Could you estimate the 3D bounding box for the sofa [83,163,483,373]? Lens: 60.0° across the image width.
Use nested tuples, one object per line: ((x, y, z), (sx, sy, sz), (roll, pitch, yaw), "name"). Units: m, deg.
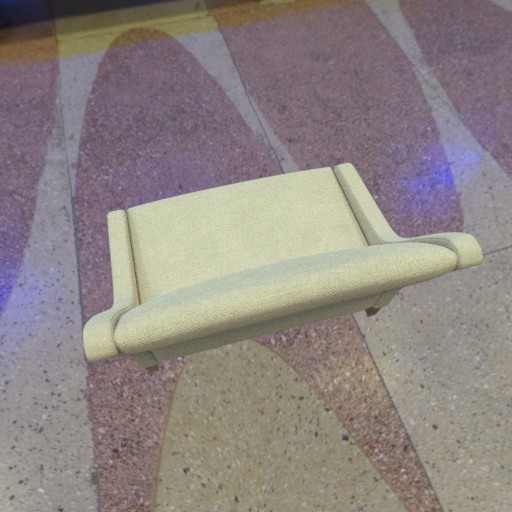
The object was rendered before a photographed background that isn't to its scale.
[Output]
((0.000, 0.000, 1.898), (1.212, 0.976, 0.946), (-13, 59, -8), "sofa")
